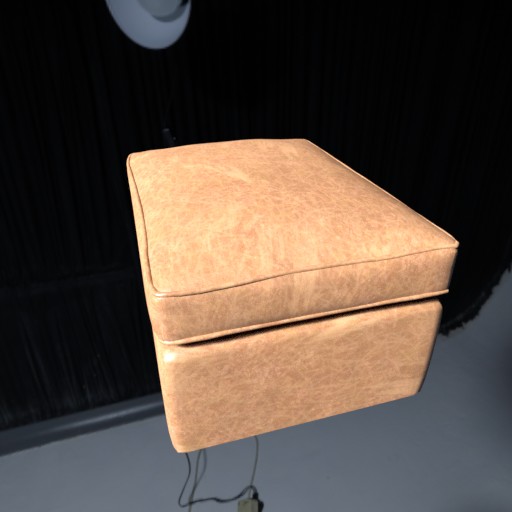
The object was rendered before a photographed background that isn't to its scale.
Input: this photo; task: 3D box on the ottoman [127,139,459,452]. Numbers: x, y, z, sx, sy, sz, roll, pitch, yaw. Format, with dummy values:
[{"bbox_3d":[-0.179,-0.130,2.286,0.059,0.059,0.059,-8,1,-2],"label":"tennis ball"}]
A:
[{"bbox_3d":[0.000,0.000,1.103,0.554,0.468,0.756,-8,31,-14],"label":"ottoman"}]
